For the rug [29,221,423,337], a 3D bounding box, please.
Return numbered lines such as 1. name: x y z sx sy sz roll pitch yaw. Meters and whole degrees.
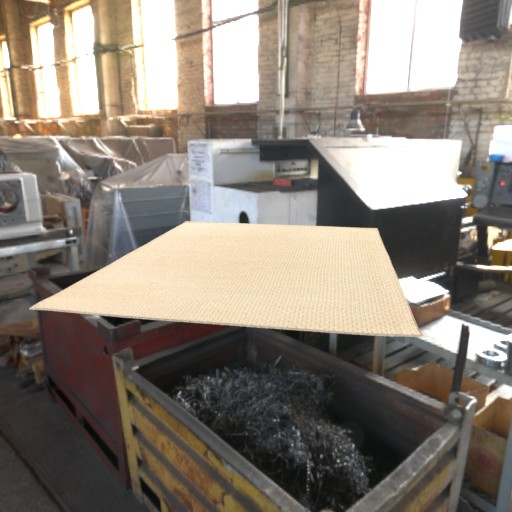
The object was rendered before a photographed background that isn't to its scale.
1. rug: 0.000 0.000 3.852 2.277 0.035 2.897 3 15 10
